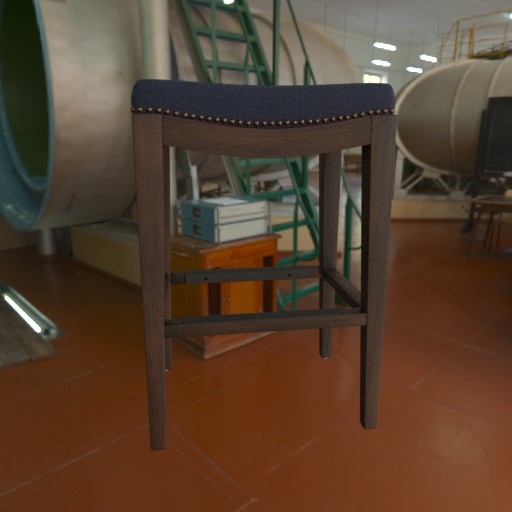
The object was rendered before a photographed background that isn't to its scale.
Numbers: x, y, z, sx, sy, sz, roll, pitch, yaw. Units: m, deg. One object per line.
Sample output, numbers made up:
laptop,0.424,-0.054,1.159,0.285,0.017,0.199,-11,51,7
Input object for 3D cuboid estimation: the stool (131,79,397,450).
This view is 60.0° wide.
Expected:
stool,0.000,0.000,1.035,0.498,0.740,0.358,-2,16,-8
